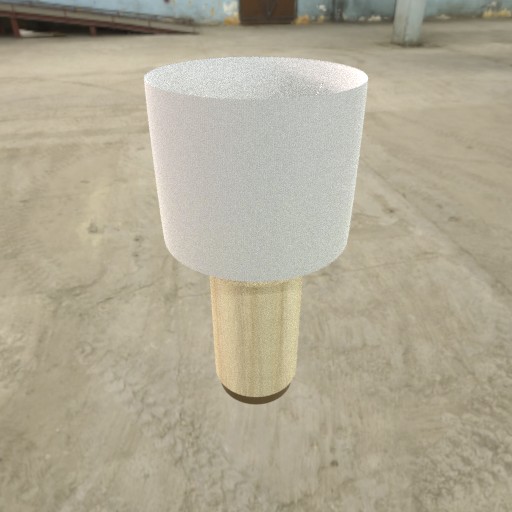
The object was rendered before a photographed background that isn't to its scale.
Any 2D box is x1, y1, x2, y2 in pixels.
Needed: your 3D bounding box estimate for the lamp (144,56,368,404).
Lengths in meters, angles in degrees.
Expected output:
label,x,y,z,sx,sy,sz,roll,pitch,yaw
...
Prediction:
label,x,y,z,sx,sy,sz,roll,pitch,yaw
lamp,0.000,0.000,0.575,0.228,0.444,0.228,9,34,15
